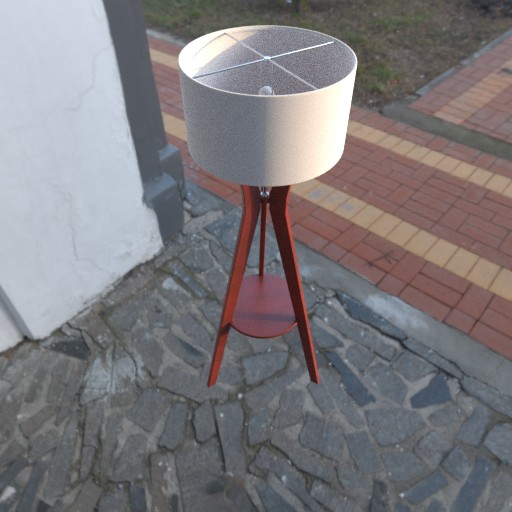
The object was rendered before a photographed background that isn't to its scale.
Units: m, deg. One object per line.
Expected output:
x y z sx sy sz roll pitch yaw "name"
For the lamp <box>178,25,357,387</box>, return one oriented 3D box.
0.000 0.000 1.687 0.542 1.472 0.539 -24 50 -22 "lamp"
